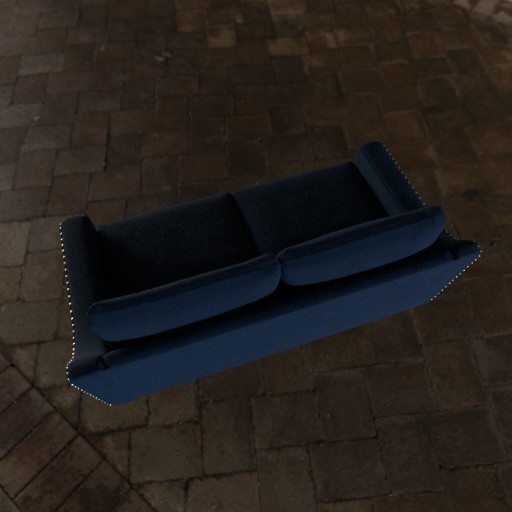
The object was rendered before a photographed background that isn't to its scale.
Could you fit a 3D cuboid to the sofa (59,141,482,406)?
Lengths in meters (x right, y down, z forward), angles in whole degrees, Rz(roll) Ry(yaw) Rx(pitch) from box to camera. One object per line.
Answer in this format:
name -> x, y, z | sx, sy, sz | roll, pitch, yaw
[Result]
sofa -> 0.000, 0.000, 2.653 | 2.107, 0.983, 1.104 | -16, 59, -10
